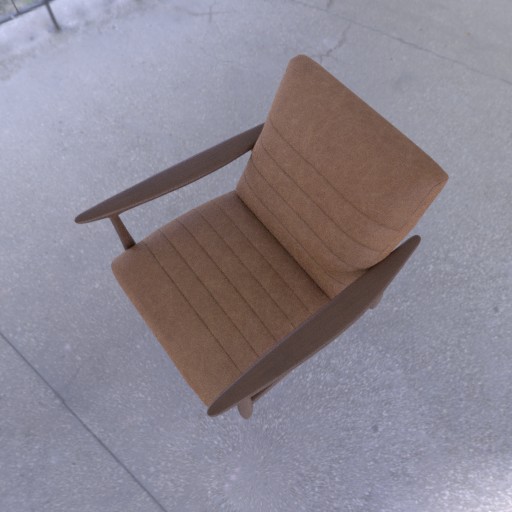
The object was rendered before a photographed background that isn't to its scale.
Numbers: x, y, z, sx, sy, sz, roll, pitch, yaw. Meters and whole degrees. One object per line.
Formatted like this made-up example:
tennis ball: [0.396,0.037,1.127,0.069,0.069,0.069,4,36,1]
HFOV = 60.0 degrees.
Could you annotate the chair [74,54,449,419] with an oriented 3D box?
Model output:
chair: [0.000,0.000,1.424,0.798,0.832,0.741,-35,69,-16]
